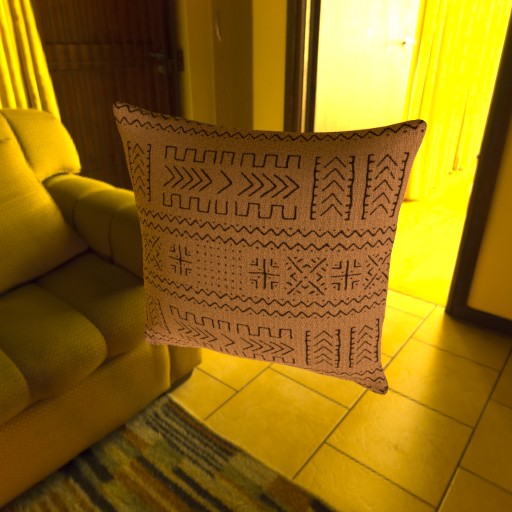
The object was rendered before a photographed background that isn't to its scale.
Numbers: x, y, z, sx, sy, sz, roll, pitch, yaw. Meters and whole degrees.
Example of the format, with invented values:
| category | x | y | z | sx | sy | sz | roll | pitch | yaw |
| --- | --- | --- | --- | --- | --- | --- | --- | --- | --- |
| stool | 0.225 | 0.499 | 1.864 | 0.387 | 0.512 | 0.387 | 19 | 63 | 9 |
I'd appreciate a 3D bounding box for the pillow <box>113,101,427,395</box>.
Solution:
| category | x | y | z | sx | sy | sz | roll | pitch | yaw |
| --- | --- | --- | --- | --- | --- | --- | --- | --- | --- |
| pillow | 0.000 | 0.000 | 0.672 | 0.438 | 0.430 | 0.164 | 8 | 27 | 17 |
